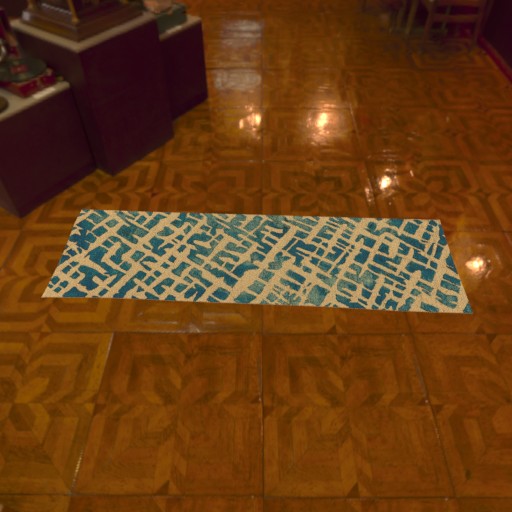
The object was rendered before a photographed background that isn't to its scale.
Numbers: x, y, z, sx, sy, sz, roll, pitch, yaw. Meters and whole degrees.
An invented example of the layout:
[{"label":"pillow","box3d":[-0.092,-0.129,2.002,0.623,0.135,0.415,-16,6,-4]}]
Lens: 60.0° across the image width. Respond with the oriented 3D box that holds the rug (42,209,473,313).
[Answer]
[{"label":"rug","box3d":[0.000,0.000,2.762,2.446,0.011,0.768,2,47,2]}]
